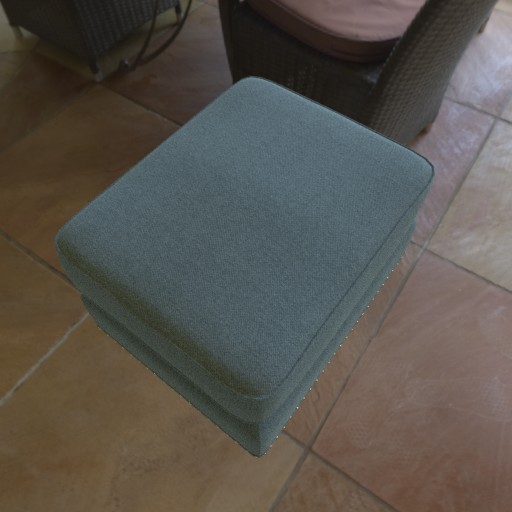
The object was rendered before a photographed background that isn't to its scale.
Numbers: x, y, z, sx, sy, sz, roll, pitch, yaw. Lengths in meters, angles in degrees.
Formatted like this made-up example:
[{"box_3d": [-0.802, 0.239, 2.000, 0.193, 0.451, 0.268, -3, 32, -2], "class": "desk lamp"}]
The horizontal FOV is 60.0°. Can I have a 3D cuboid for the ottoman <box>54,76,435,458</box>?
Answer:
[{"box_3d": [0.000, 0.000, 1.144, 0.589, 0.537, 0.738, 33, 64, 18], "class": "ottoman"}]
